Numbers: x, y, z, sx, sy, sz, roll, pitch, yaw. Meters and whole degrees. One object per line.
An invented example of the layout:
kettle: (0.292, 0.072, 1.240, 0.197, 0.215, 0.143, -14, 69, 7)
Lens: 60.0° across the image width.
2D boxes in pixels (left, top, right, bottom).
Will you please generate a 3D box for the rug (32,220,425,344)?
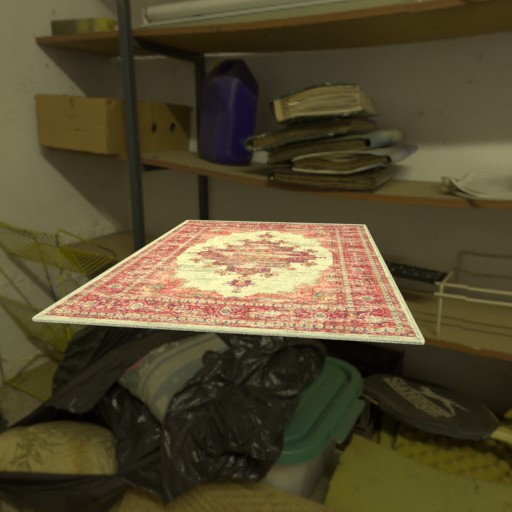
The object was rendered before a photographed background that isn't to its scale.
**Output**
rug: (0.000, 0.000, 2.176, 1.217, 0.011, 1.747, 2, 15, 8)
